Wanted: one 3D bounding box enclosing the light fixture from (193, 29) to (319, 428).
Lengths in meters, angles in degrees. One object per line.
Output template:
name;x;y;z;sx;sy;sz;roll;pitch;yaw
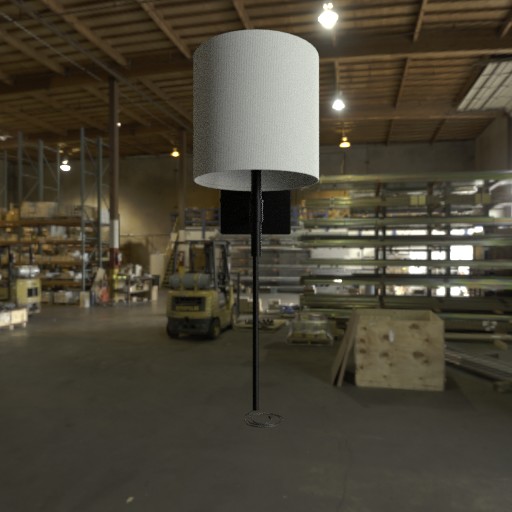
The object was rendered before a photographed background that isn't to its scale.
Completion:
light fixture;0.000;0.000;0.700;0.188;0.589;0.248;0;0;0
